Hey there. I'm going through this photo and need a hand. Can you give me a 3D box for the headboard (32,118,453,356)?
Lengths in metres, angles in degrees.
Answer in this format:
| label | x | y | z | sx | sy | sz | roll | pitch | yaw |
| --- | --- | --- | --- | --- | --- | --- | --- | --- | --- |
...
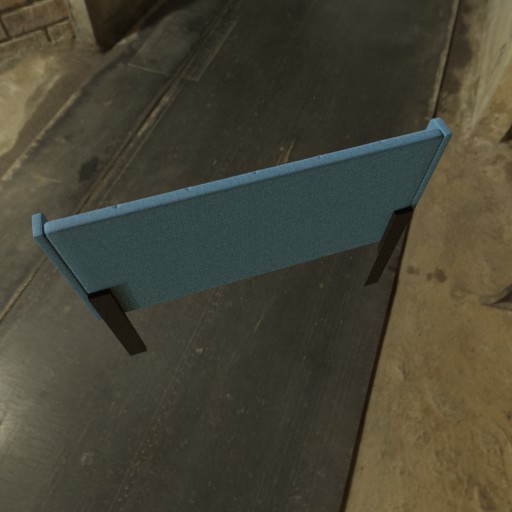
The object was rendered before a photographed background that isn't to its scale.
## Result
| label | x | y | z | sx | sy | sz | roll | pitch | yaw |
| --- | --- | --- | --- | --- | --- | --- | --- | --- | --- |
| headboard | 0.000 | 0.000 | 2.746 | 2.051 | 1.524 | 0.184 | -15 | 60 | -9 |
